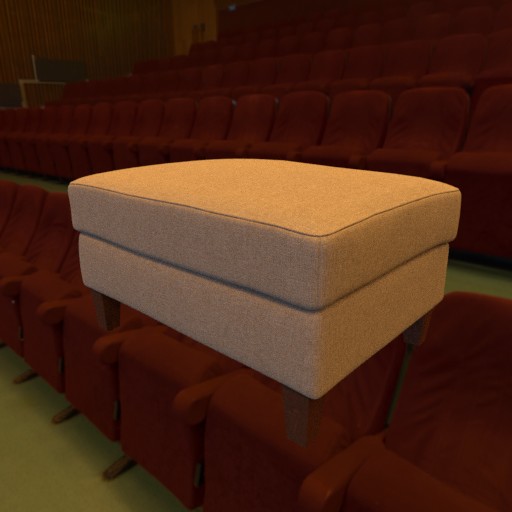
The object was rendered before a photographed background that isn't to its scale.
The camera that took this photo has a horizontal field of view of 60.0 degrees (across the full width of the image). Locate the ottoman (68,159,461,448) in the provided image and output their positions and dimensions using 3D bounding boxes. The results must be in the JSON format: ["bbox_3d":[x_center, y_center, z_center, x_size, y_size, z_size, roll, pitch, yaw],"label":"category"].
[{"bbox_3d":[0.000,0.000,1.274,0.898,0.519,0.677,15,23,40],"label":"ottoman"}]
